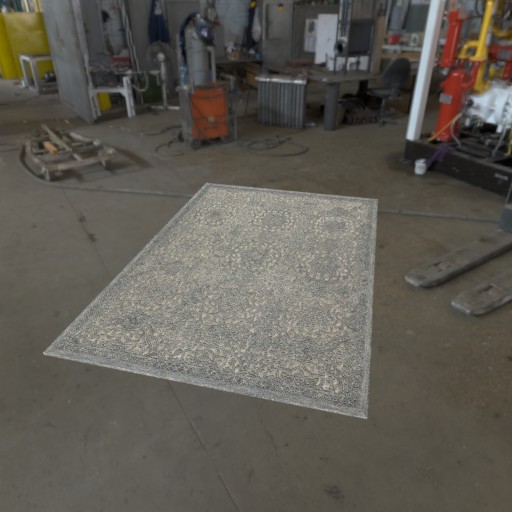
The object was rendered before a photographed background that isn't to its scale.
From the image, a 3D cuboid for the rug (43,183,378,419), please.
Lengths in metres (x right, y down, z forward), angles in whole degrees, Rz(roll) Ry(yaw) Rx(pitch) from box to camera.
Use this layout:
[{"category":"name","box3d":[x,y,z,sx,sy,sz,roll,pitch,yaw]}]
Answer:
[{"category":"rug","box3d":[0.000,0.000,2.319,1.208,0.012,1.819,7,31,12]}]
